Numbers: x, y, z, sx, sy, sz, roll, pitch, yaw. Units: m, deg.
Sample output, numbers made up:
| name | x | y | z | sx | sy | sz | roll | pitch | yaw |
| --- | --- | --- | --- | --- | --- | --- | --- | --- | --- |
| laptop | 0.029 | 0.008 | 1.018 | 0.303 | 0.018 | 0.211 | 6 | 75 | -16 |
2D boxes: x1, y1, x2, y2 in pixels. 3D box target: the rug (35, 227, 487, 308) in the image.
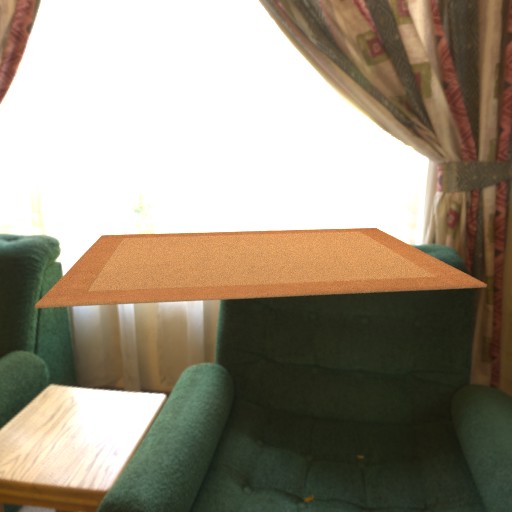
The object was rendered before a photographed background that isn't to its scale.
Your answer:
| name | x | y | z | sx | sy | sz | roll | pitch | yaw |
| --- | --- | --- | --- | --- | --- | --- | --- | --- | --- |
| rug | 0.000 | 0.000 | 2.353 | 1.829 | 0.014 | 1.219 | -2 | 15 | -7 |
